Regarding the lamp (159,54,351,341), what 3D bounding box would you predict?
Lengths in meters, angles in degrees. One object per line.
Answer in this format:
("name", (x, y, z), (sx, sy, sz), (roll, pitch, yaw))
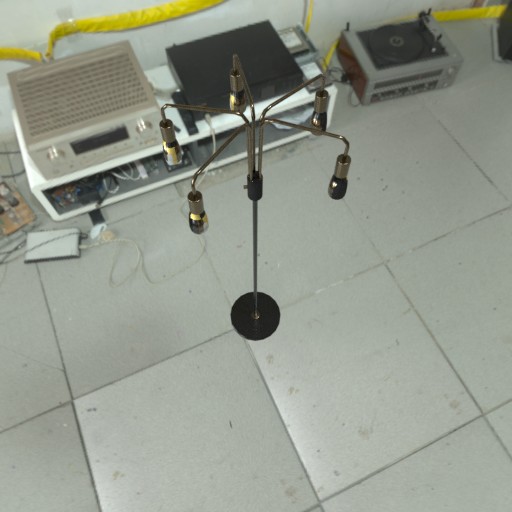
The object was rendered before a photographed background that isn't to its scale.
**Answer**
("lamp", (0.000, 0.000, 1.998), (0.572, 1.721, 0.599), (33, 68, 15))
